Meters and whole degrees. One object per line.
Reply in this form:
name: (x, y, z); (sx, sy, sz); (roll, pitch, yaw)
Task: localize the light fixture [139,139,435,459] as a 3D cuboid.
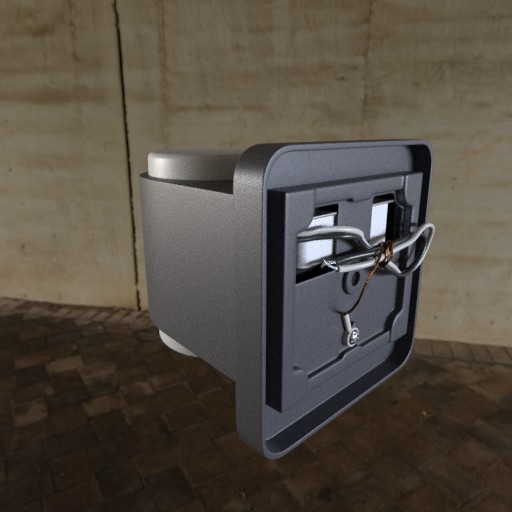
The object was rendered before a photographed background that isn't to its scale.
light fixture: (0.000, 0.000, 0.213); (0.109, 0.109, 0.132); (-15, 22, -42)
